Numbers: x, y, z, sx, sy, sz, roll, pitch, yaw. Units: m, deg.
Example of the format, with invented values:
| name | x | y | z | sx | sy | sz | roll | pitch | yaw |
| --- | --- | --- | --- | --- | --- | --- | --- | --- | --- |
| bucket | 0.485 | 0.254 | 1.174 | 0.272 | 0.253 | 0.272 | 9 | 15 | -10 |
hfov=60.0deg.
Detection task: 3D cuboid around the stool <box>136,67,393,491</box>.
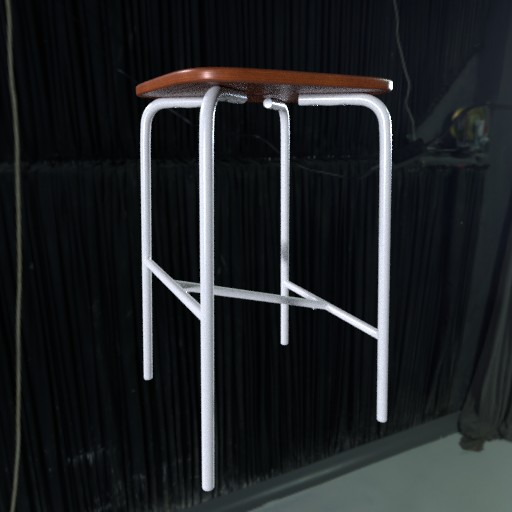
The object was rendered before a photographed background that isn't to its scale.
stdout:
| name | x | y | z | sx | sy | sz | roll | pitch | yaw |
| --- | --- | --- | --- | --- | --- | --- | --- | --- | --- |
| stool | 0.000 | 0.000 | 0.840 | 0.376 | 0.610 | 0.376 | -8 | 18 | -27 |
